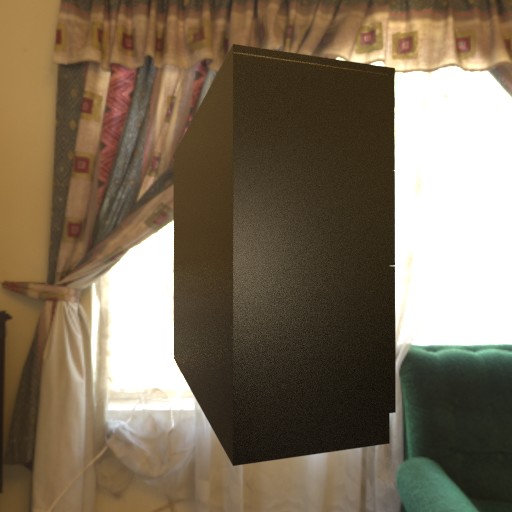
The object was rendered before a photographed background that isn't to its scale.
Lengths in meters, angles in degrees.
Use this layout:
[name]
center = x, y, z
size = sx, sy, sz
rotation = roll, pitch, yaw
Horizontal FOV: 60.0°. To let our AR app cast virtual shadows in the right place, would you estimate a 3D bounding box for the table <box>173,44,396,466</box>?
[table]
center = 0.000, 0.000, 1.330
size = 0.380, 0.790, 0.930
rotation = 0, 0, -17
